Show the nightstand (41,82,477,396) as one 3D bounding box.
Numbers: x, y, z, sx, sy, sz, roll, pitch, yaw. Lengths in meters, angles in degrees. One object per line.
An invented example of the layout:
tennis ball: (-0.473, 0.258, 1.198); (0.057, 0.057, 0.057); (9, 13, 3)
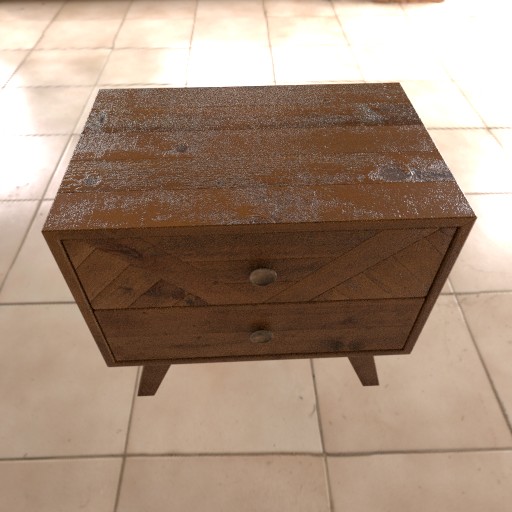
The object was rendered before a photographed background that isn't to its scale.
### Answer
nightstand: (0.000, 0.000, 1.022); (0.650, 0.599, 0.450); (-2, 47, -2)
